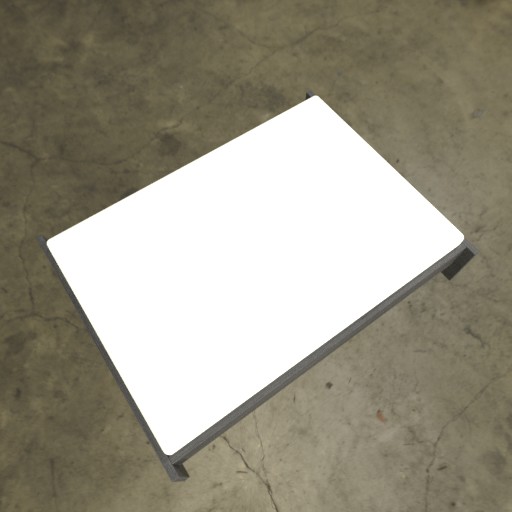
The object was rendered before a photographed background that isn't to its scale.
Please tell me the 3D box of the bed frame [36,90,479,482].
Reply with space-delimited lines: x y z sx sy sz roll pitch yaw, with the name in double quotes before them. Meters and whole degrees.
"bed frame" 0.000 0.000 2.580 1.950 0.432 1.490 -32 68 -15
